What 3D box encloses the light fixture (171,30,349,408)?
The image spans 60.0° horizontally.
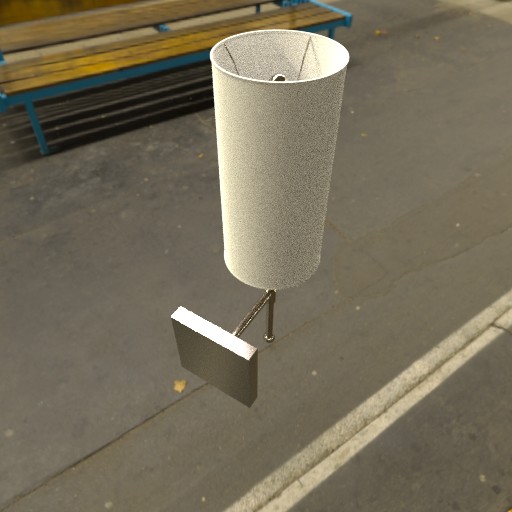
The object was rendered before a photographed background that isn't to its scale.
[{"bbox_3d":[0.000,0.000,0.549,0.128,0.462,0.208,24,50,23],"label":"light fixture"}]
